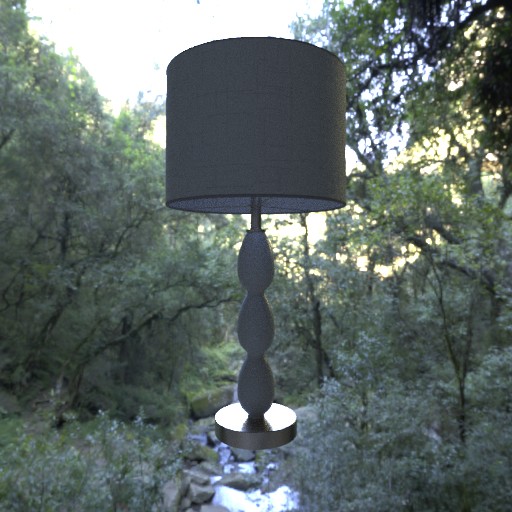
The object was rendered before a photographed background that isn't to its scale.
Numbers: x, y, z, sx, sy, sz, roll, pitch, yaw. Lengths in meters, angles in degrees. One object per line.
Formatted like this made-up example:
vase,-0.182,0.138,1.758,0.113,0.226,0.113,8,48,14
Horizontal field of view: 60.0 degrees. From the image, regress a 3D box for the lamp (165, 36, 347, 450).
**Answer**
lamp,0.000,0.000,0.701,0.280,0.559,0.282,0,1,19
